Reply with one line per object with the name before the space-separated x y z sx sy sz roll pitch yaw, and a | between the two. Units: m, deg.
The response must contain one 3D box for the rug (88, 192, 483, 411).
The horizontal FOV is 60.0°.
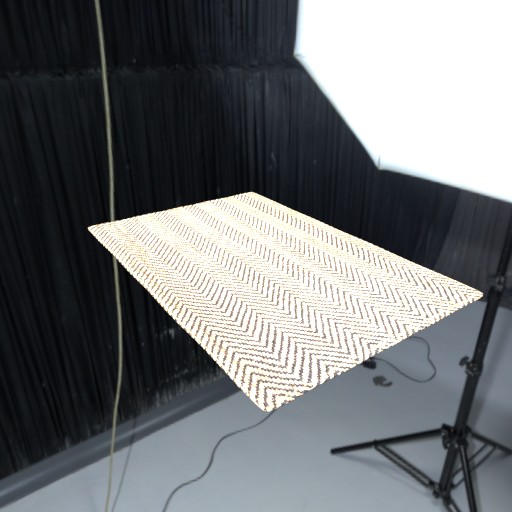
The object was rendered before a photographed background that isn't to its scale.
rug | 0.000 0.000 2.327 1.219 0.008 1.828 -17 31 -31
